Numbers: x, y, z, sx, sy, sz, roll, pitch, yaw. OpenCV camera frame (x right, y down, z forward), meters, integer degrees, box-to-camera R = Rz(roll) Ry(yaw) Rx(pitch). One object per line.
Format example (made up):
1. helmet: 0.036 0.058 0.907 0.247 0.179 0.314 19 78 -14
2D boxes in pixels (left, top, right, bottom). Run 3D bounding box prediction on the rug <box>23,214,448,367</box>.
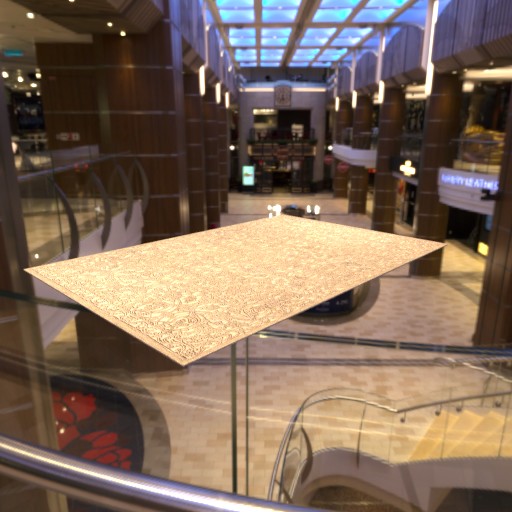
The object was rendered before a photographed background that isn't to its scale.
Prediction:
1. rug: 0.000 0.000 2.266 1.221 0.006 1.827 16 22 42
